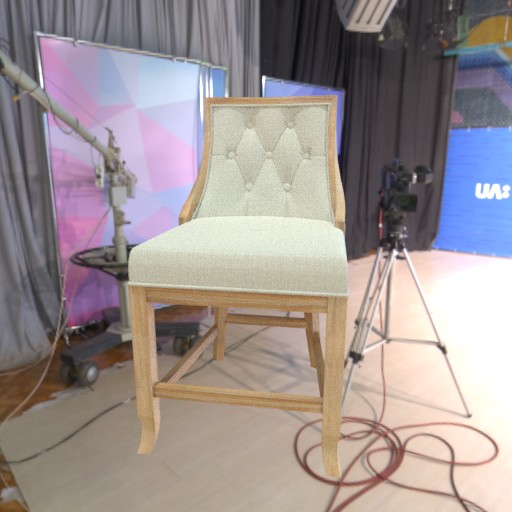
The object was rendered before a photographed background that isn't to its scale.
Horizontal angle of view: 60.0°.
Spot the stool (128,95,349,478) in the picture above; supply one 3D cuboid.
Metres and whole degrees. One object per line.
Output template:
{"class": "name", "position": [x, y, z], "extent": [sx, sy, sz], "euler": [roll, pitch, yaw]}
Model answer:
{"class": "stool", "position": [0.000, 0.000, 1.301], "extent": [0.524, 0.938, 0.626], "euler": [2, 14, 9]}
